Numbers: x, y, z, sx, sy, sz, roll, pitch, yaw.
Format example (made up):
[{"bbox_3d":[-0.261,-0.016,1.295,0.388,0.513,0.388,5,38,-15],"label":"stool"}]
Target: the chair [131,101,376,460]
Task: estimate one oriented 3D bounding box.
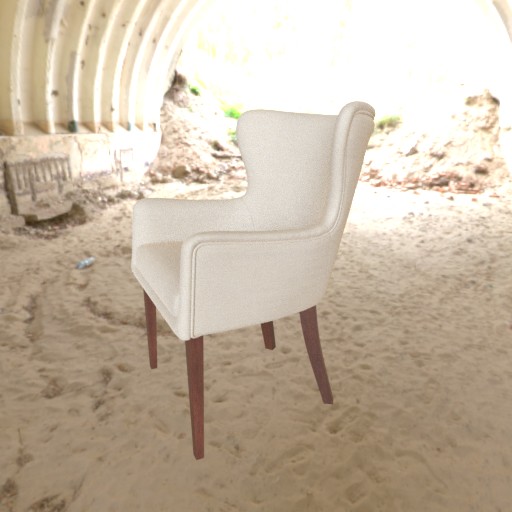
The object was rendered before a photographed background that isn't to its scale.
[{"bbox_3d":[0.000,0.000,1.530,0.744,0.990,0.696,-8,18,-25],"label":"chair"}]
